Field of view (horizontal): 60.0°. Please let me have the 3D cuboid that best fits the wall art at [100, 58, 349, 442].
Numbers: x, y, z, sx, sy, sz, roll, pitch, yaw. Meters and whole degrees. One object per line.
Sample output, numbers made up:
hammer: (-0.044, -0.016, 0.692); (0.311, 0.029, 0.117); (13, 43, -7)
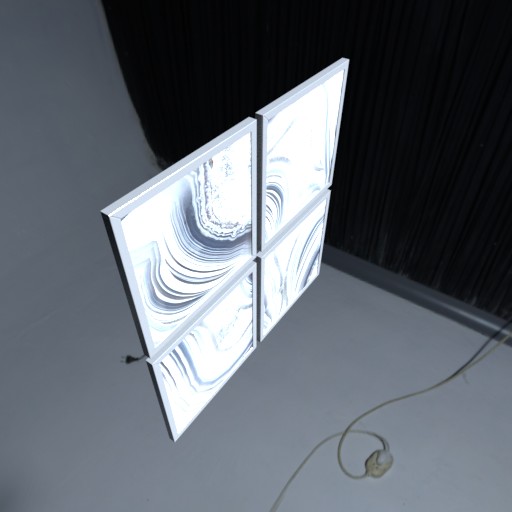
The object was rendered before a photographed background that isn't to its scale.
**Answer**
wall art: (0.000, 0.000, 1.670); (0.029, 1.118, 1.118); (26, 50, 25)
